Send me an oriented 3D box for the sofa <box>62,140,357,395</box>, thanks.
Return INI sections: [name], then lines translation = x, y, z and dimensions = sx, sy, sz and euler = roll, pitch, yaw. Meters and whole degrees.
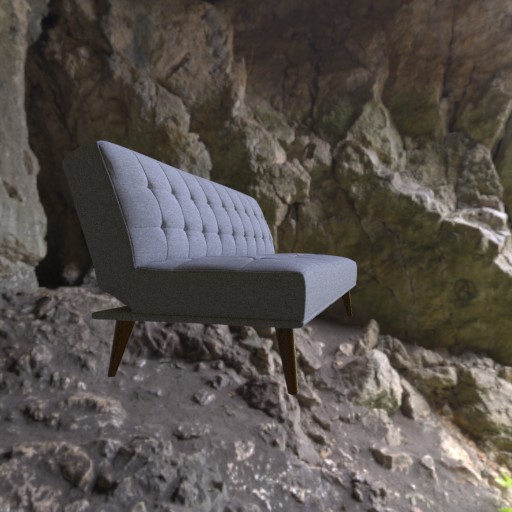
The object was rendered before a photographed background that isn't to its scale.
[sofa]
translation = 0.000, 0.000, 2.250
dimensions = 0.860, 0.810, 1.800
euler = 0, 0, 17
